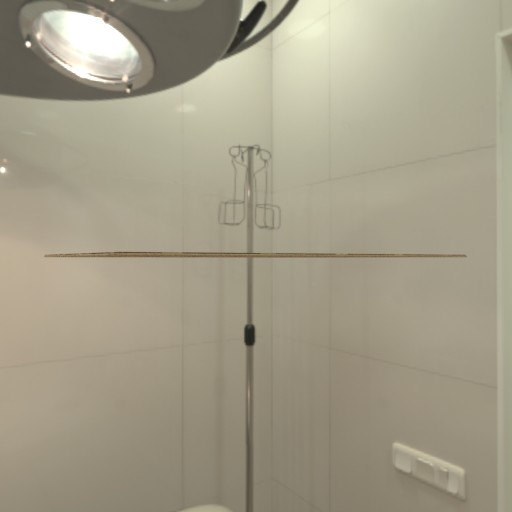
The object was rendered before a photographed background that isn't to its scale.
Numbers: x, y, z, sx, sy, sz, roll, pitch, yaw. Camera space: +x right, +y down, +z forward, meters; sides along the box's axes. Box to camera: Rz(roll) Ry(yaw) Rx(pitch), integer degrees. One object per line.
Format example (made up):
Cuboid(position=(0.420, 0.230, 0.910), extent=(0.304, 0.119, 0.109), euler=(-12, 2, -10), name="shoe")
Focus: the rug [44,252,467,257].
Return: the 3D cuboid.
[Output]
Cuboid(position=(0.000, 0.000, 2.895), extent=(2.286, 0.016, 1.555), euler=(0, 0, -35), name="rug")
